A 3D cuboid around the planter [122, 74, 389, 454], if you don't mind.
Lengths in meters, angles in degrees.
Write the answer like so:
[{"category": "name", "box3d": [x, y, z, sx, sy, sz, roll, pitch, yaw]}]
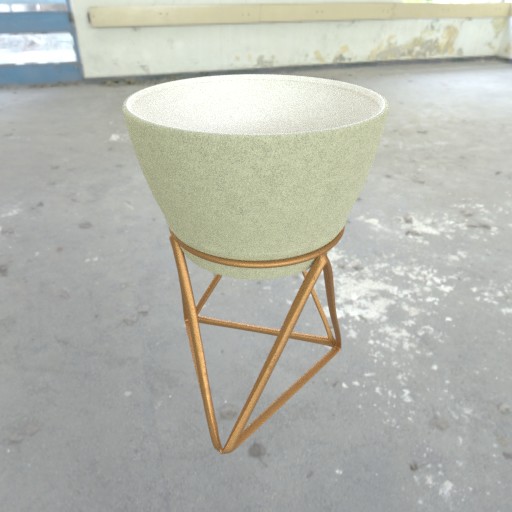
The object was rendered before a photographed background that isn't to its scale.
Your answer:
[{"category": "planter", "box3d": [0.000, 0.000, 0.731, 0.350, 0.504, 0.350, -9, 33, -14]}]
